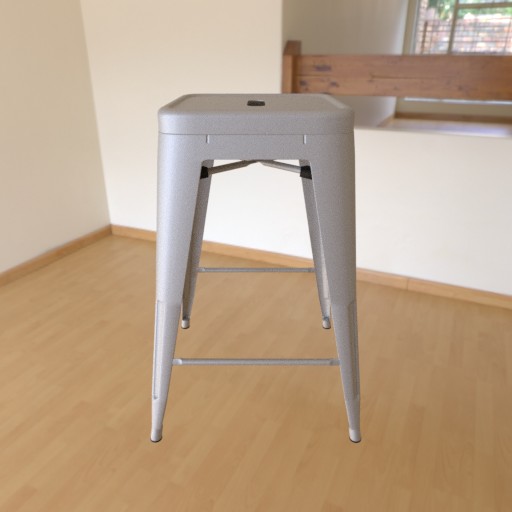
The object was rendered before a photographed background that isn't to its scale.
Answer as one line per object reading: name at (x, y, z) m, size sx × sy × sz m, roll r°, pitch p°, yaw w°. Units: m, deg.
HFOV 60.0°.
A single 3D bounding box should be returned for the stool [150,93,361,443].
stool at (0.000, 0.000, 0.913) m, size 0.410 × 0.608 × 0.410 m, roll 0°, pitch 25°, yaw 0°
